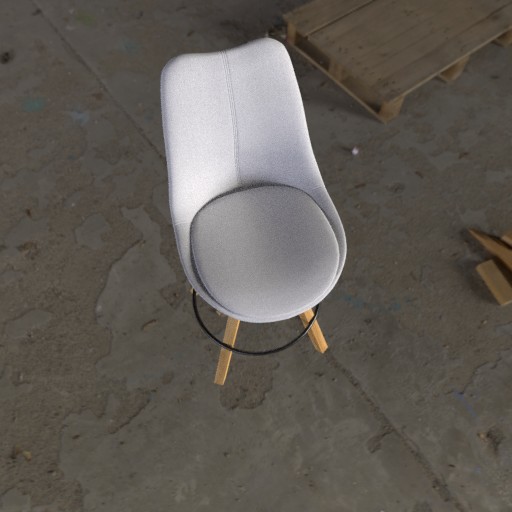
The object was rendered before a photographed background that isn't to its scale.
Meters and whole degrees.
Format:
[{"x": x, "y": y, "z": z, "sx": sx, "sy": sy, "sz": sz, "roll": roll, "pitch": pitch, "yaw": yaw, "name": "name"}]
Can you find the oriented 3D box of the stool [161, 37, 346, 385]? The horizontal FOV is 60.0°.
[{"x": 0.000, "y": 0.000, "z": 1.399, "sx": 0.484, "sy": 1.115, "sz": 0.550, "roll": -16, "pitch": 63, "yaw": -8, "name": "stool"}]
